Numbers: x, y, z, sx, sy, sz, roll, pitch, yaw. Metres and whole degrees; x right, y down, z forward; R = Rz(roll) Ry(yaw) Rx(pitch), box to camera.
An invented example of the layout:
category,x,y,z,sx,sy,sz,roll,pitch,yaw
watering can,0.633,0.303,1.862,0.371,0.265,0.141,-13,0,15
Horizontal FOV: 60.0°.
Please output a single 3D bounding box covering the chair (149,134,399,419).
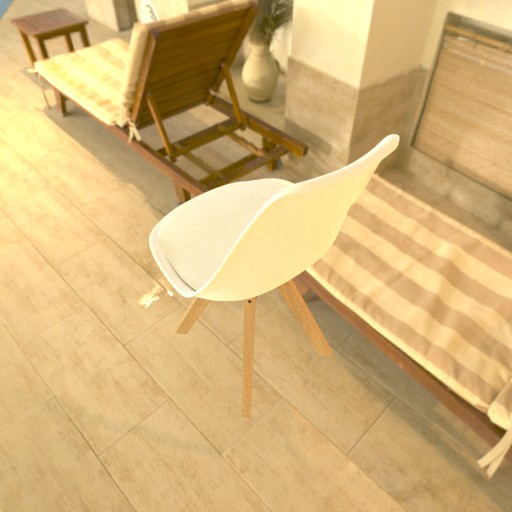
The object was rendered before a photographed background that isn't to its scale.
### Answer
category,x,y,z,sx,sy,sz,roll,pitch,yaw
chair,0.000,0.000,1.159,0.485,0.849,0.550,-30,53,-26
